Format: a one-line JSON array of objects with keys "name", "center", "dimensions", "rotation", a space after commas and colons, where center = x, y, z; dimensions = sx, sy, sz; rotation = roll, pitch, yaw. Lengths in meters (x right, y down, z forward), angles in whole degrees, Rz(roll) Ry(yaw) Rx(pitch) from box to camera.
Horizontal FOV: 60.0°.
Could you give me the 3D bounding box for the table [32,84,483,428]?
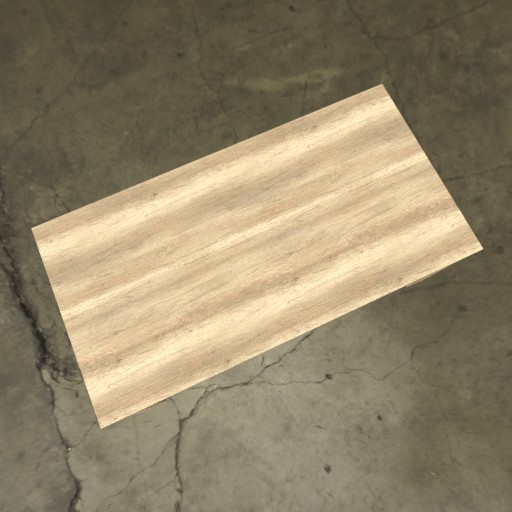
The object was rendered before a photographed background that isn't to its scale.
[{"name": "table", "center": [0.000, 0.000, 1.711], "dimensions": [1.350, 0.460, 0.700], "rotation": [-24, 76, -6]}]
